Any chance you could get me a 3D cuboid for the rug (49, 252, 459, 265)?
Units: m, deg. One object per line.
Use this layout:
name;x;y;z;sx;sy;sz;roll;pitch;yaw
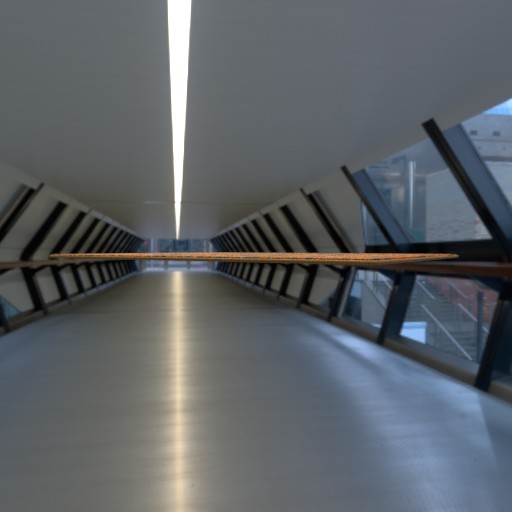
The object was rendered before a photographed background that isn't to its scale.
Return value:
rug;0.000;0.000;2.933;2.204;0.024;1.588;1;1;34
